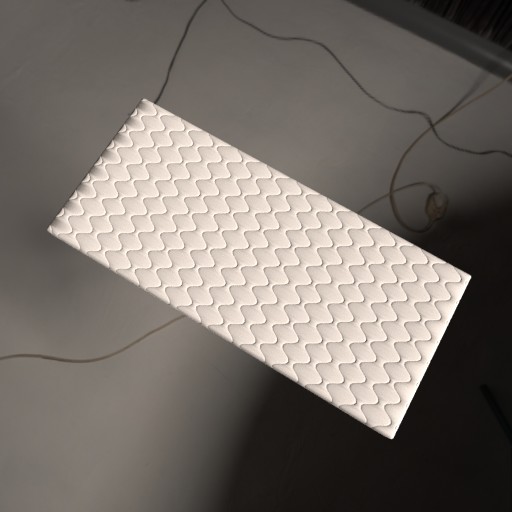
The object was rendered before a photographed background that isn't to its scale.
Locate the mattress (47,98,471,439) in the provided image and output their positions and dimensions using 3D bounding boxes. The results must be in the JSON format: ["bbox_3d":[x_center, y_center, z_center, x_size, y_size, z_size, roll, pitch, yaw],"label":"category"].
[{"bbox_3d":[0.000,0.000,2.326,2.000,0.200,0.900,30,78,7],"label":"mattress"}]
